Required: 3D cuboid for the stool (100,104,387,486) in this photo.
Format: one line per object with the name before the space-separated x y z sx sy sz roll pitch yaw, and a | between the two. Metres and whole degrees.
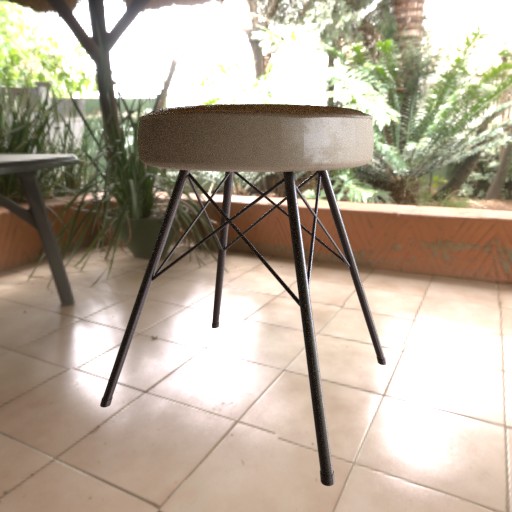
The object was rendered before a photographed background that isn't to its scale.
stool | 0.000 0.000 0.851 0.457 0.538 0.423 7 17 26
